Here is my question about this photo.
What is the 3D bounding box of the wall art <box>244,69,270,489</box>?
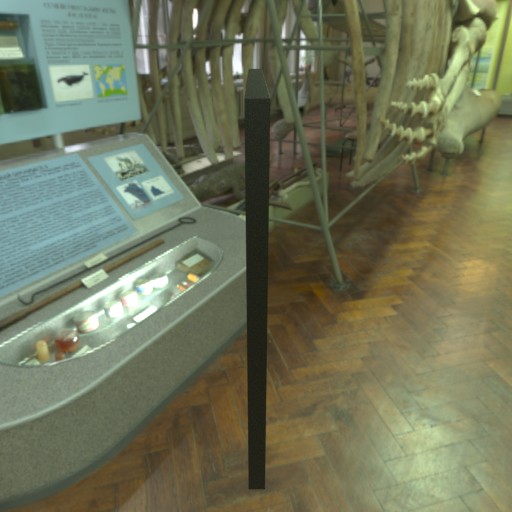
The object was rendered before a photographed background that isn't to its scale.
[{"bbox_3d":[0.000,0.000,0.533,0.018,0.397,0.325,0,26,0],"label":"wall art"}]
